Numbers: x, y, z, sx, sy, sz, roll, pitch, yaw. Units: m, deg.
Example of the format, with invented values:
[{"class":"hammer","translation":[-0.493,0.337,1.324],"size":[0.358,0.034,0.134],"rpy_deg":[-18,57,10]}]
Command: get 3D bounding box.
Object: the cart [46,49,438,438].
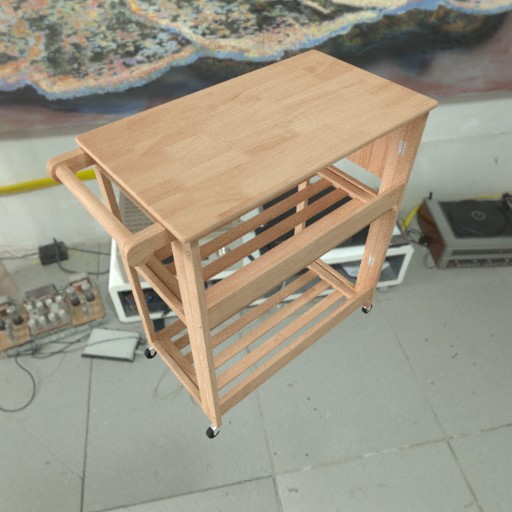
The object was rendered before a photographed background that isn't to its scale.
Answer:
[{"class":"cart","translation":[0.000,0.000,1.329],"size":[0.853,0.879,0.432],"rpy_deg":[-32,54,-27]}]
